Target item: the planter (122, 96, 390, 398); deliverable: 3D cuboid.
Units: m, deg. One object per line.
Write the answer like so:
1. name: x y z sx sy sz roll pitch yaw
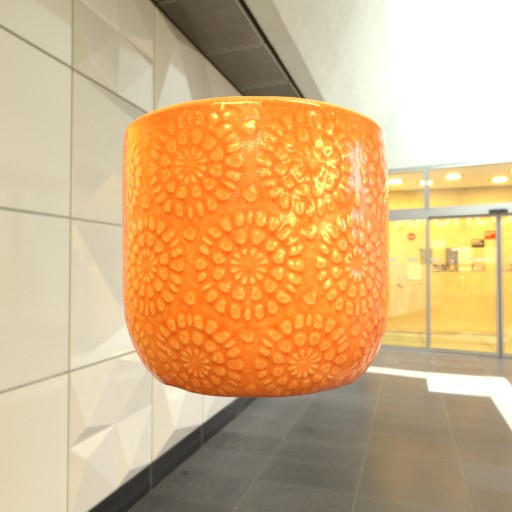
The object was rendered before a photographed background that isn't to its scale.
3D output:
1. planter: 0.000 0.000 0.285 0.170 0.152 0.170 0 -2 0
